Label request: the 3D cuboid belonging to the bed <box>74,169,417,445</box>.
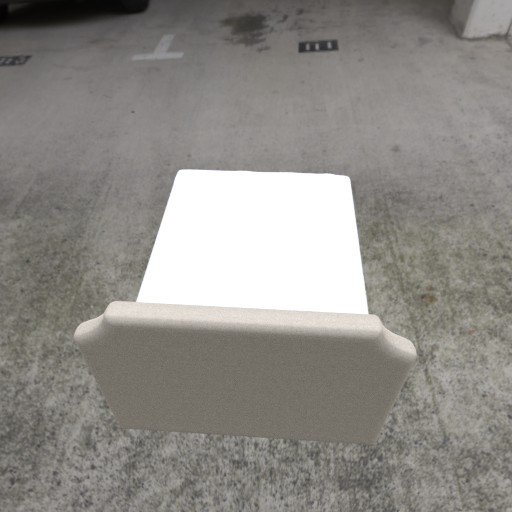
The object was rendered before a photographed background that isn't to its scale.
[{"bbox_3d":[0.000,0.000,3.187,1.693,1.290,2.116,3,46,3],"label":"bed"}]
